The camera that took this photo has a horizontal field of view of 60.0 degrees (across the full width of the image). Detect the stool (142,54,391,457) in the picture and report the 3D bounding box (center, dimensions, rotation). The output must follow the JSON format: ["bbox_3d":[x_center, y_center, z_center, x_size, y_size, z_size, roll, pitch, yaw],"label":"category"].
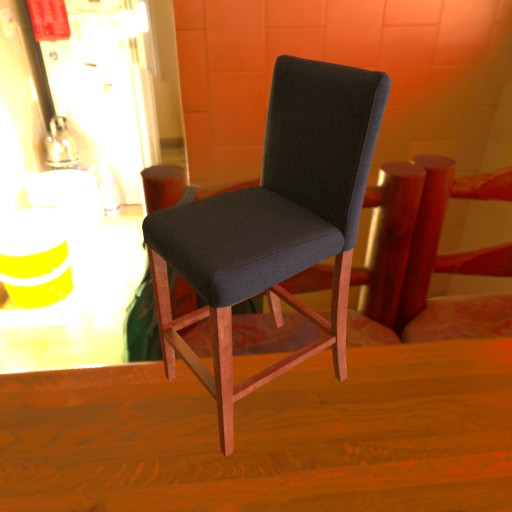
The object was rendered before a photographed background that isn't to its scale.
[{"bbox_3d":[0.000,0.000,1.396,0.574,1.088,0.454,-21,37,-30],"label":"stool"}]
